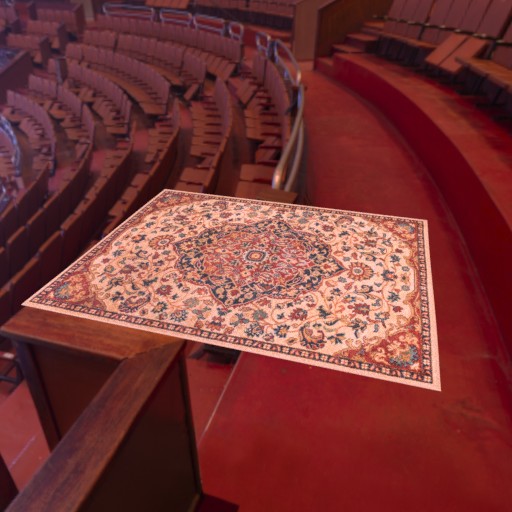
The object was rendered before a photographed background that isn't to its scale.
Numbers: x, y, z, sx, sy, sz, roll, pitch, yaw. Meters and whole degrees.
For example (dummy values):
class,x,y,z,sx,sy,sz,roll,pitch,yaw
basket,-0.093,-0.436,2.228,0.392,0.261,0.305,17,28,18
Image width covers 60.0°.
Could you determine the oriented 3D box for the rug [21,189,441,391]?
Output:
class,x,y,z,sx,sy,sz,roll,pitch,yaw
rug,0.000,0.000,4.065,3.067,0.005,2.454,9,32,14
